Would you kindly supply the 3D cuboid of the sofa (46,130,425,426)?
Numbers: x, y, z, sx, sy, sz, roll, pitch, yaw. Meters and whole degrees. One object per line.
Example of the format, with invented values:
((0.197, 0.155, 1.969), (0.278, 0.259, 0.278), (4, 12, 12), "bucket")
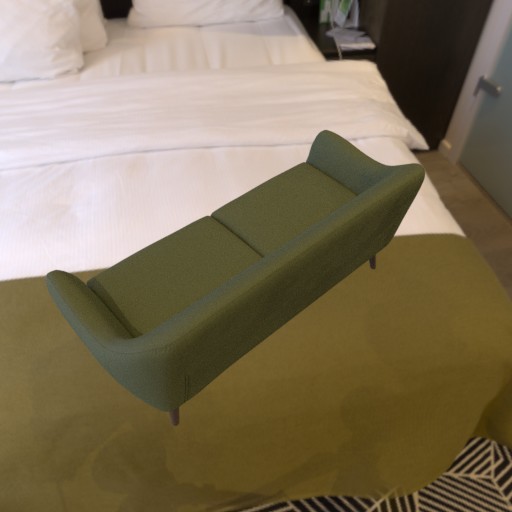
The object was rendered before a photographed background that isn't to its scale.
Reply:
((0.000, 0.000, 2.289), (1.840, 0.836, 0.820), (-33, 55, -27), "sofa")
